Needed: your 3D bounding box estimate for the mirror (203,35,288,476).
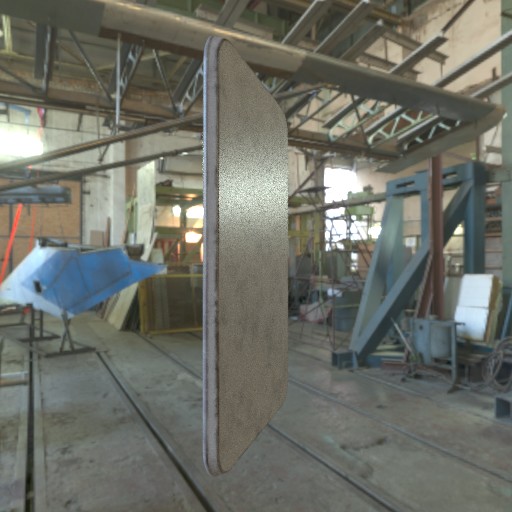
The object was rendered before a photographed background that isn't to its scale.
[{"bbox_3d":[0.000,0.000,0.888,0.024,0.713,0.461,0,-1,18],"label":"mirror"}]
